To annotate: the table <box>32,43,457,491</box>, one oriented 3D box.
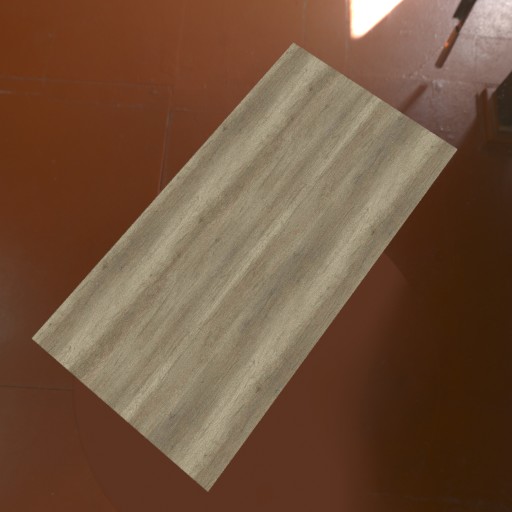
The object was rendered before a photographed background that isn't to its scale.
[{"bbox_3d":[0.000,0.000,1.663,0.700,0.460,1.350,37,79,9],"label":"table"}]
